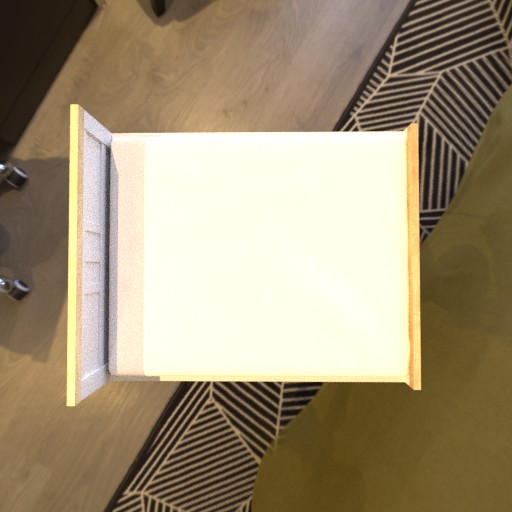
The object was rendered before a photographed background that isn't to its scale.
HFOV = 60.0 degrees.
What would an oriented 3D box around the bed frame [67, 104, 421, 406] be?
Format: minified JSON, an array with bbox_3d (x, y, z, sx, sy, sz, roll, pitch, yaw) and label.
[{"bbox_3d":[0.000,0.000,2.915,2.050,0.980,1.670,0,88,1],"label":"bed frame"}]
